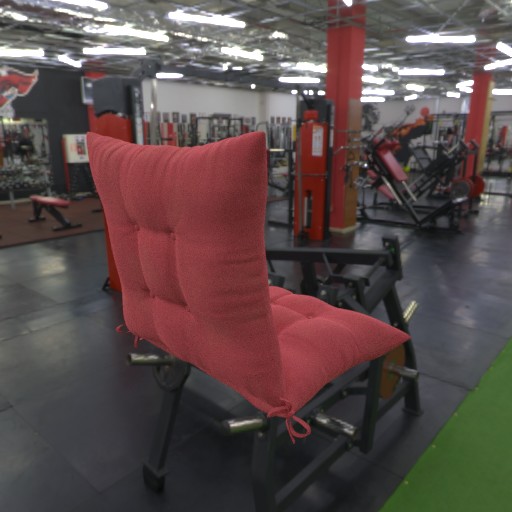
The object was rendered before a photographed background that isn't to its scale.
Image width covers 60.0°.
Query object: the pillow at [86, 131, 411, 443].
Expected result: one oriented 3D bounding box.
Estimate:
[{"bbox_3d":[0.000,0.000,0.995,0.541,0.536,0.585,14,20,42],"label":"pillow"}]
